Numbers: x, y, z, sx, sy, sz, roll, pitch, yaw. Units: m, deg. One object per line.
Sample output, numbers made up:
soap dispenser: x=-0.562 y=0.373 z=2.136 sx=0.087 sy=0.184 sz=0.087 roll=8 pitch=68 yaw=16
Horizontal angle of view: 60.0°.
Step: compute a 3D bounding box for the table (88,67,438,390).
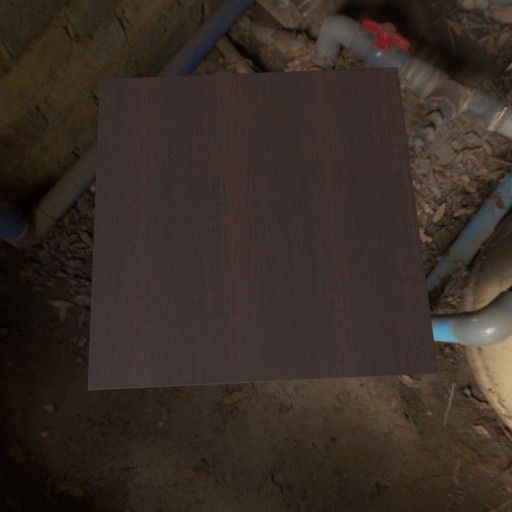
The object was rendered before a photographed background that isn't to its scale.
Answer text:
table: x=0.000 y=0.000 z=0.953 sx=0.495 sy=0.559 sz=0.495 roll=-3 pitch=77 yaw=-1
